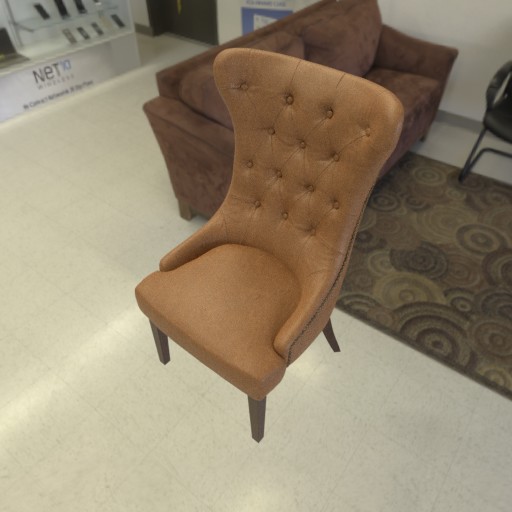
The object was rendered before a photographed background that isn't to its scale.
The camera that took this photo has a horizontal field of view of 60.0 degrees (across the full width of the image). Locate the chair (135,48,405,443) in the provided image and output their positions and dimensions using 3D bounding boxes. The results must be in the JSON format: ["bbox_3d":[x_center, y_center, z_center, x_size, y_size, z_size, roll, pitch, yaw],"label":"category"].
[{"bbox_3d":[0.000,0.000,1.439,0.611,1.065,0.669,30,52,27],"label":"chair"}]
